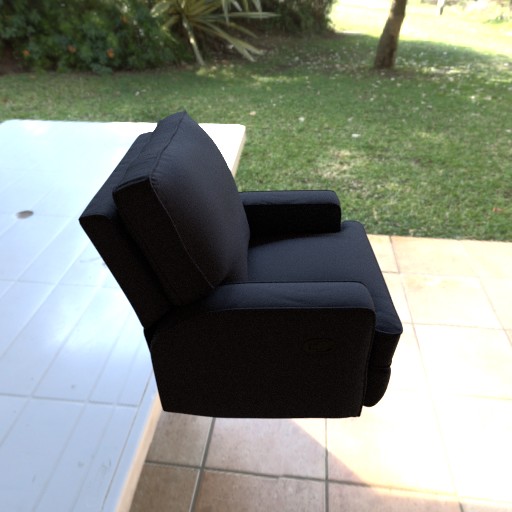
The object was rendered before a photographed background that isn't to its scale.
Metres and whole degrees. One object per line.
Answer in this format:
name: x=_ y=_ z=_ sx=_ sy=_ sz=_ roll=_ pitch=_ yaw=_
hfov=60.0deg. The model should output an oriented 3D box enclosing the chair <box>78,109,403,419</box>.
chair: x=0.000 y=0.000 z=1.699 sx=0.964 sy=0.962 sz=0.861 roll=0 pitch=33 yaw=1
